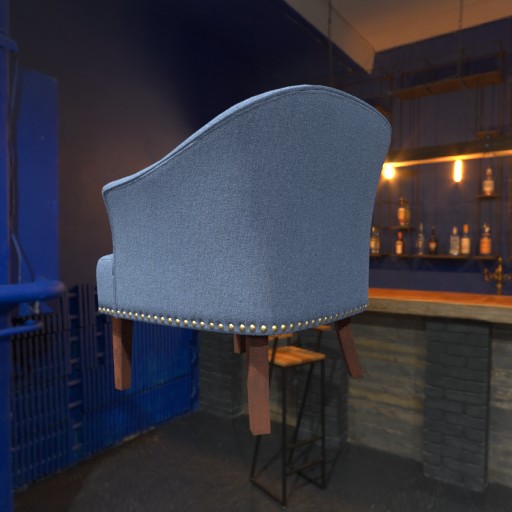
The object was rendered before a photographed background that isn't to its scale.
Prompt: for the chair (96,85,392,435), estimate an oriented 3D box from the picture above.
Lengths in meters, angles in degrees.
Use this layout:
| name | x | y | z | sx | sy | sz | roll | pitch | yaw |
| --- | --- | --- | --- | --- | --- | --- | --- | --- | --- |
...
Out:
| name | x | y | z | sx | sy | sz | roll | pitch | yaw |
| --- | --- | --- | --- | --- | --- | --- | --- | --- | --- |
| chair | 0.000 | 0.000 | 1.365 | 0.704 | 0.815 | 0.772 | 1 | 2 | 37 |
